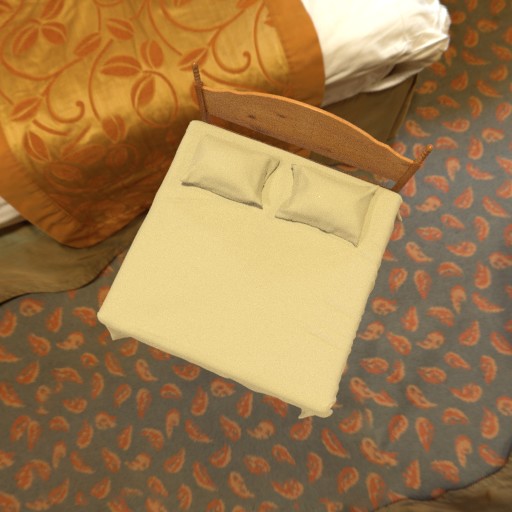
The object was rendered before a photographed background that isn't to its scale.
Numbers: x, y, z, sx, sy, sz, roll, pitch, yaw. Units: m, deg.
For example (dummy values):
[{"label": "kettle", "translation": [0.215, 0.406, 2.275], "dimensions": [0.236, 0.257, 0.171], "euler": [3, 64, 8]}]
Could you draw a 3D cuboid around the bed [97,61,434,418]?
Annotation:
[{"label": "bed", "translation": [0.000, 0.000, 3.690], "dimensions": [2.322, 1.355, 2.219], "euler": [21, 77, 5]}]
